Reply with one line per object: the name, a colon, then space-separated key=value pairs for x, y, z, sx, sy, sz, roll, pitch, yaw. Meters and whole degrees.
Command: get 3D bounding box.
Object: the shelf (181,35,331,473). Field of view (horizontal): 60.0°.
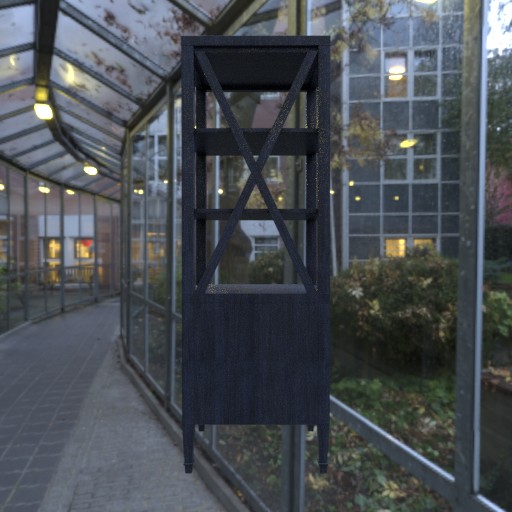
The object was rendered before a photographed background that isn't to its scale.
shelf: x=0.000 y=0.000 z=1.978 sx=0.584 sy=1.727 sz=0.472 roll=0 pitch=1 yaw=0
